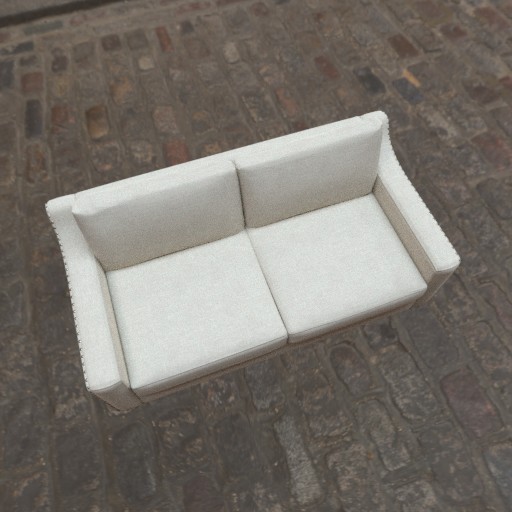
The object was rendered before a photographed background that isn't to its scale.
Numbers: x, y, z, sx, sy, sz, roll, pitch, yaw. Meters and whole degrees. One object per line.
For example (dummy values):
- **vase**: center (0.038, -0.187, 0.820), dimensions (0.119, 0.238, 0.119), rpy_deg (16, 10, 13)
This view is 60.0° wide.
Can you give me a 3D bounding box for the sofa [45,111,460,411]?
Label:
- **sofa**: center (0.000, 0.000, 2.674), dimensions (2.107, 0.983, 1.104), rpy_deg (-18, 63, -9)
